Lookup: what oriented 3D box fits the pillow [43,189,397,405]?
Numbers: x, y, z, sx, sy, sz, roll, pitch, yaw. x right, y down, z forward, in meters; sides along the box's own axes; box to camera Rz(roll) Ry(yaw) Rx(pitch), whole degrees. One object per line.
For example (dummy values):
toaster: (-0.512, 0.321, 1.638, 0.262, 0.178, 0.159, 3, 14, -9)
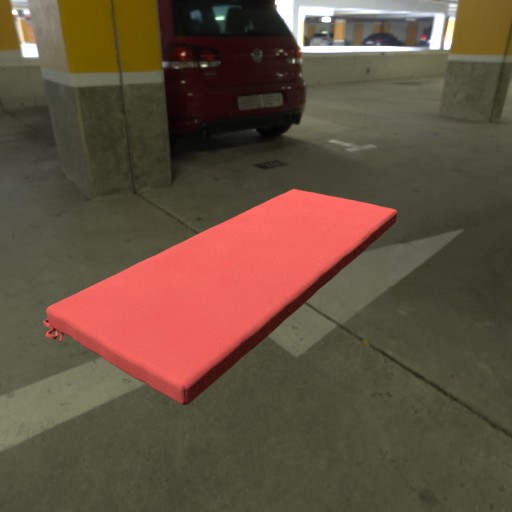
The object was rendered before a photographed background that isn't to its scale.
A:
pillow: (0.000, 0.000, 1.363, 0.492, 0.081, 1.187, 17, 31, 31)
